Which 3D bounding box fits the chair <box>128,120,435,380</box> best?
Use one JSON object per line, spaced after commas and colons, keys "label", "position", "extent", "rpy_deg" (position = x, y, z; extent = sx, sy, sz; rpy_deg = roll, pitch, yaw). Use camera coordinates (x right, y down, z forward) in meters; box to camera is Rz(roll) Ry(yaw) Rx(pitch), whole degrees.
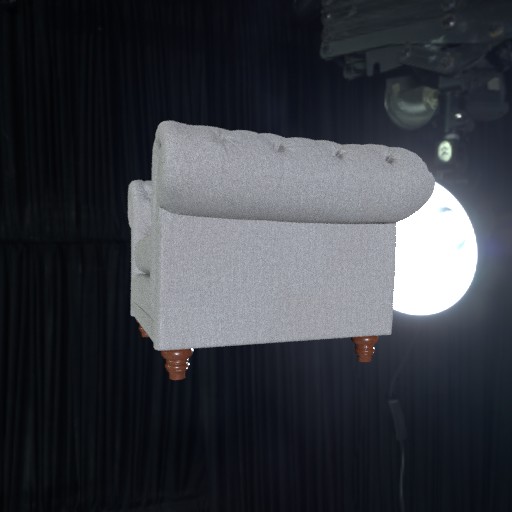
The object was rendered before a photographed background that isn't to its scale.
{"label": "chair", "position": [0.000, 0.000, 1.902], "extent": [0.976, 0.770, 1.270], "rpy_deg": [0, -1, -20]}
